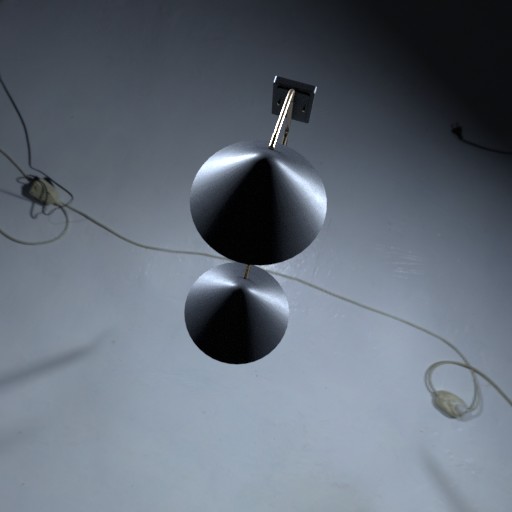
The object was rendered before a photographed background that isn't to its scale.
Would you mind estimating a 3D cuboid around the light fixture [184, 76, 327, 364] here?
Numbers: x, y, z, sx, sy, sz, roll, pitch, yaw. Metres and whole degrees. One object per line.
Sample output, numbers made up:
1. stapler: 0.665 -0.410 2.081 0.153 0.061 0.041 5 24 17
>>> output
1. light fixture: 0.000 0.000 0.863 0.189 0.665 0.422 16 76 4
